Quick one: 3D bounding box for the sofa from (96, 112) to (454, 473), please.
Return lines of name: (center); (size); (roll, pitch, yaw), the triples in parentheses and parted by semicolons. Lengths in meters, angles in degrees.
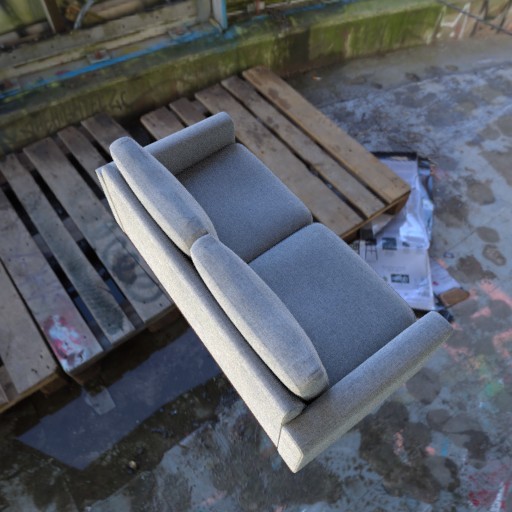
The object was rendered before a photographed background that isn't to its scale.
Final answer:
sofa: (0.000, 0.000, 2.508); (0.969, 0.892, 1.978); (-31, 61, -19)
